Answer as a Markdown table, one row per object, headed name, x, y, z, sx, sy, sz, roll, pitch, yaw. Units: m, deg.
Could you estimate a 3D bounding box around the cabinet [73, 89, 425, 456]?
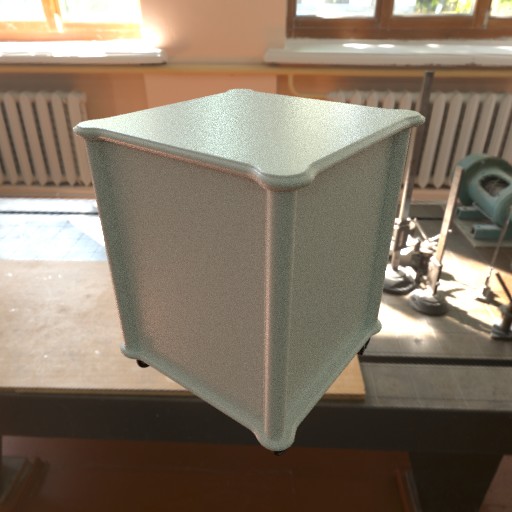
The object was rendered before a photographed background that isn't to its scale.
| name | x | y | z | sx | sy | sz | roll | pitch | yaw |
| --- | --- | --- | --- | --- | --- | --- | --- | --- | --- |
| cabinet | 0.000 | 0.000 | 1.247 | 0.628 | 0.761 | 0.627 | 21 | 36 | 32 |
